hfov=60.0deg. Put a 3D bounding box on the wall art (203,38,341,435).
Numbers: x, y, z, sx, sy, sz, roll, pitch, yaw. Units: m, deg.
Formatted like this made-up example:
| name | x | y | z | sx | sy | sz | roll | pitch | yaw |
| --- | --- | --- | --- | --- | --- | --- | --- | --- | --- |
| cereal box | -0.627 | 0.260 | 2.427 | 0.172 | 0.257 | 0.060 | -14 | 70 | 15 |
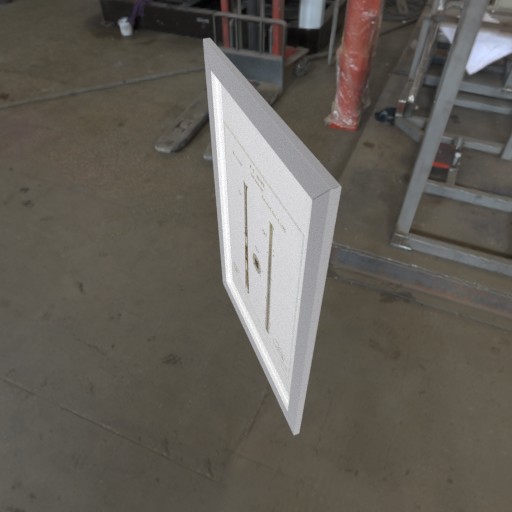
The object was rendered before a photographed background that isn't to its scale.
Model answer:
| name | x | y | z | sx | sy | sz | roll | pitch | yaw |
| --- | --- | --- | --- | --- | --- | --- | --- | --- | --- |
| wall art | 0.000 | 0.000 | 0.697 | 0.012 | 0.529 | 0.374 | -16 | 48 | -15 |
